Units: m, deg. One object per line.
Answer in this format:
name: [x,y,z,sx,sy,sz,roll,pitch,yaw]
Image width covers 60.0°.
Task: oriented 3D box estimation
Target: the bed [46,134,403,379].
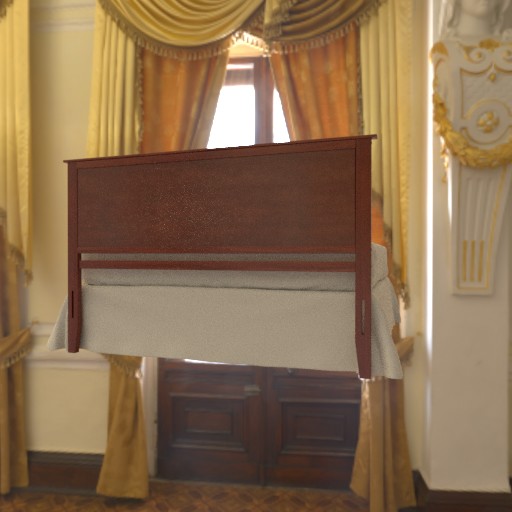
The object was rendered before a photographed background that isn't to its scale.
bed: [0.000,0.000,3.652,2.314,1.271,2.219,0,0,19]
